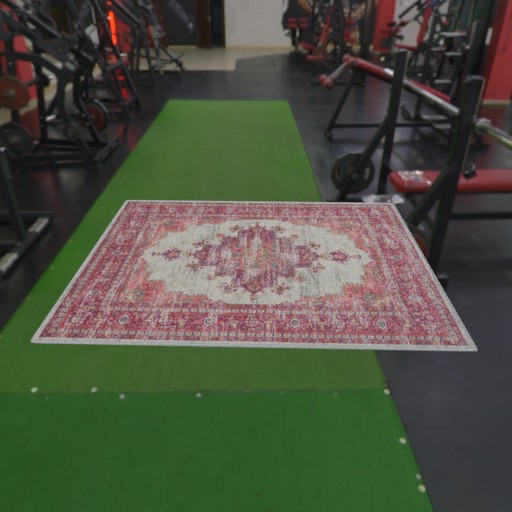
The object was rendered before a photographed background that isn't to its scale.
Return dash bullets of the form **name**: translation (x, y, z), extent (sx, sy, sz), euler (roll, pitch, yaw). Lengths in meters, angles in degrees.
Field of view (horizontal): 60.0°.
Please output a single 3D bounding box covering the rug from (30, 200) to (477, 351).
- **rug**: translation (0.000, 0.000, 4.125), extent (3.123, 0.017, 2.447), euler (1, 31, 1)
